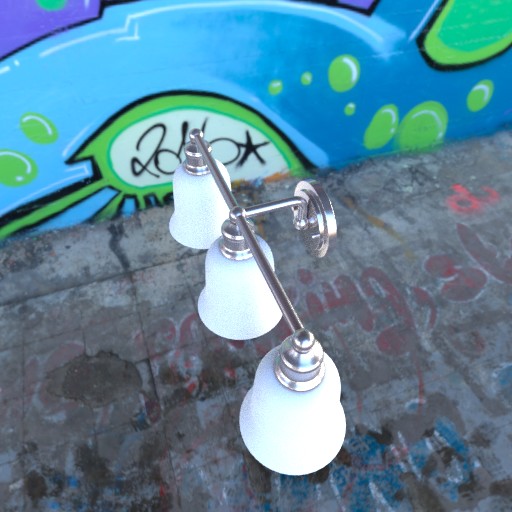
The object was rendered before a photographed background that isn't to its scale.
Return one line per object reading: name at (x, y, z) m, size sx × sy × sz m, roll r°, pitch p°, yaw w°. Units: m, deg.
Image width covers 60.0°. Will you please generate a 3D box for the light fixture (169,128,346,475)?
light fixture at (0.000, 0.000, 0.675) m, size 0.198 × 0.211 × 0.570 m, roll -15°, pitch 48°, yaw -14°
